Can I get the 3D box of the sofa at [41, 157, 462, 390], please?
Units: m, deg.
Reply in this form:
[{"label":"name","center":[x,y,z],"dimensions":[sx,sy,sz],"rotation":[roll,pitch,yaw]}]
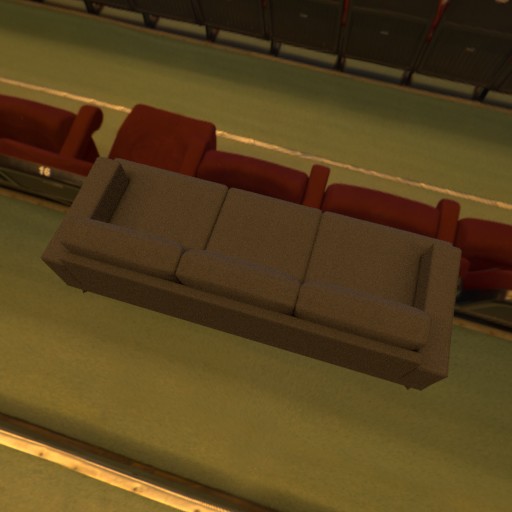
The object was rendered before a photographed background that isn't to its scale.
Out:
[{"label":"sofa","center":[0.000,0.000,2.712],"dimensions":[2.310,0.810,0.920],"rotation":[15,65,7]}]
